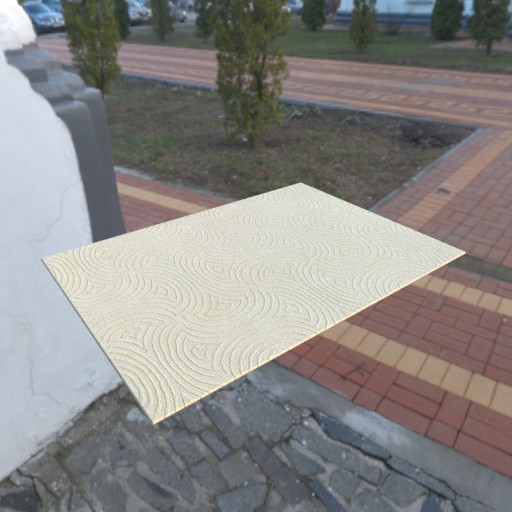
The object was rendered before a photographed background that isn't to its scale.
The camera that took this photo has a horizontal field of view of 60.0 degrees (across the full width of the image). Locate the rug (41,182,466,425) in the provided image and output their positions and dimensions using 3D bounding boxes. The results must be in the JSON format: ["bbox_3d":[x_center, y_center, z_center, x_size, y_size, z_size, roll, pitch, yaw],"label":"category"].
[{"bbox_3d":[0.000,0.000,2.732,2.132,0.015,1.526,-21,36,-32],"label":"rug"}]
